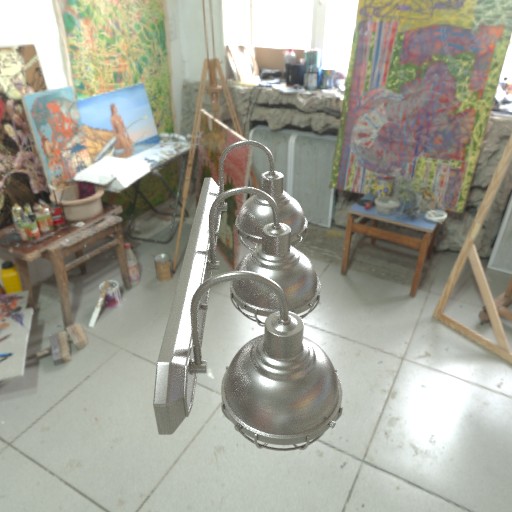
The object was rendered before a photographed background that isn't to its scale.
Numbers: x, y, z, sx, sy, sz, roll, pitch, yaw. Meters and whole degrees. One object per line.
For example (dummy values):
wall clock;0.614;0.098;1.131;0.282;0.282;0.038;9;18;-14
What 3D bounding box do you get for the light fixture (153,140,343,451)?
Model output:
light fixture;0.000;0.000;0.760;0.229;0.254;0.634;0;32;0
